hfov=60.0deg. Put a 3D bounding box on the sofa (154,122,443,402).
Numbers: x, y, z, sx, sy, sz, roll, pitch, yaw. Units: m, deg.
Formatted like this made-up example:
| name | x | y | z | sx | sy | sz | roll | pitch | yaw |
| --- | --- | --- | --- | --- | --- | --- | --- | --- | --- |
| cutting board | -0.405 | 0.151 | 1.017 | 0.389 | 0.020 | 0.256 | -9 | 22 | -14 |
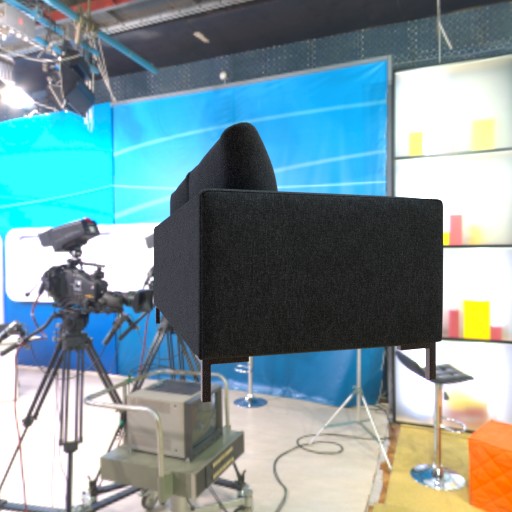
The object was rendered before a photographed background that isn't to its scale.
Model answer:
| name | x | y | z | sx | sy | sz | roll | pitch | yaw |
| --- | --- | --- | --- | --- | --- | --- | --- | --- | --- |
| sofa | 0.000 | 0.000 | 2.199 | 0.866 | 0.862 | 1.716 | 0 | 0 | -17 |
